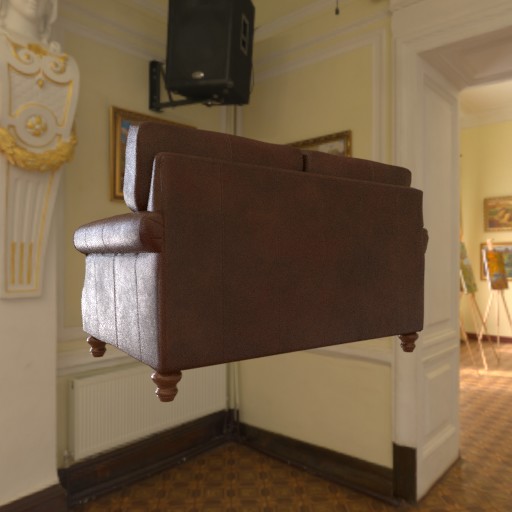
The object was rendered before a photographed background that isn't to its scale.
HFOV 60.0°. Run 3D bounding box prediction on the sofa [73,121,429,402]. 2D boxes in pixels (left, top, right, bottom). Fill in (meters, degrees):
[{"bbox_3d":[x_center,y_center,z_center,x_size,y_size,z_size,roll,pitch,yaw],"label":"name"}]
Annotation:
[{"bbox_3d":[0.000,0.000,2.234,1.616,0.976,0.990,0,0,-35],"label":"sofa"}]
